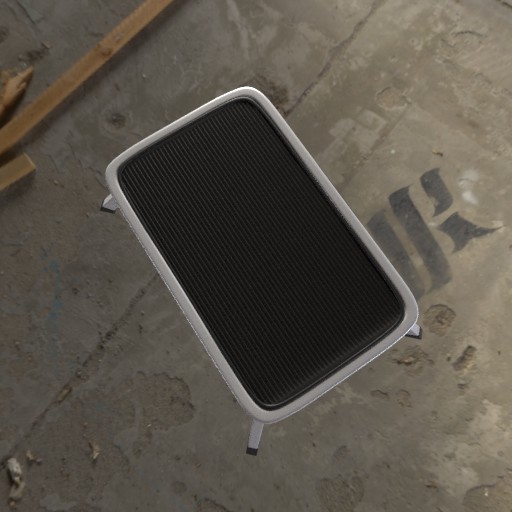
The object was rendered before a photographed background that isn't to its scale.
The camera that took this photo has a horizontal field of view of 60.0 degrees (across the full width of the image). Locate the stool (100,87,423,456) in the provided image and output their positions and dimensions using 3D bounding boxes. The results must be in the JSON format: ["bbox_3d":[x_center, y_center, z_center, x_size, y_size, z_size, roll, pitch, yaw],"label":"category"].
[{"bbox_3d":[0.000,0.000,0.619,0.320,0.170,0.460,-32,79,-7],"label":"stool"}]
